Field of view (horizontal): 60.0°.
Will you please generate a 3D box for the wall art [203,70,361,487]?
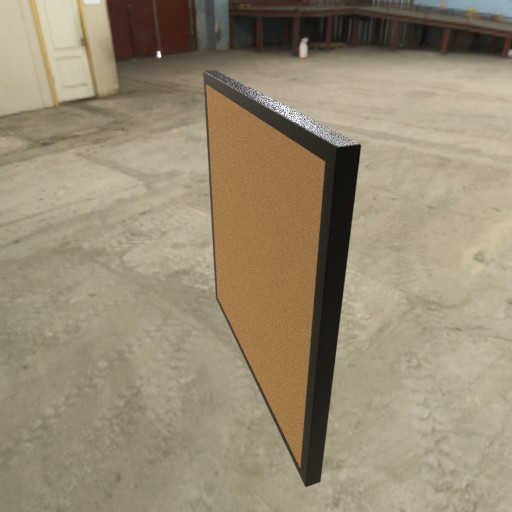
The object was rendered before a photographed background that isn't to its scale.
[{"bbox_3d":[0.000,0.000,1.098,0.038,0.761,0.755,-10,32,-17],"label":"wall art"}]
